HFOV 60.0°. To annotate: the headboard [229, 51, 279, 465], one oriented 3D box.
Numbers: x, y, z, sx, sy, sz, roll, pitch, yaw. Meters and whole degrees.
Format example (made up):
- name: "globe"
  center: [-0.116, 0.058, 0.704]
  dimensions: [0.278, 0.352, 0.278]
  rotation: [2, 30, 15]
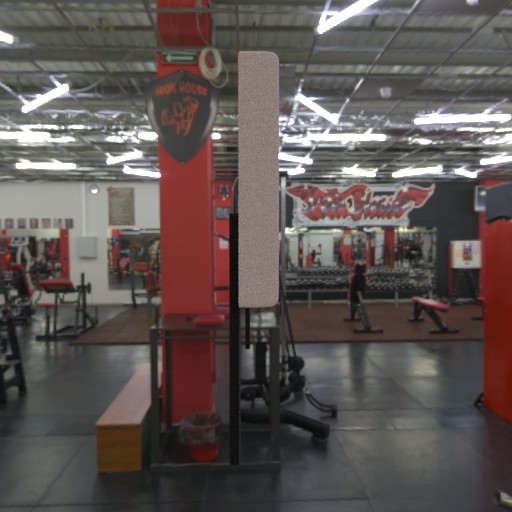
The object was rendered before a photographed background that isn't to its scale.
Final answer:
- name: "headboard"
  center: [0.000, 0.000, 2.629]
  dimensions: [0.184, 1.524, 2.051]
  rotation: [0, 2, 0]
